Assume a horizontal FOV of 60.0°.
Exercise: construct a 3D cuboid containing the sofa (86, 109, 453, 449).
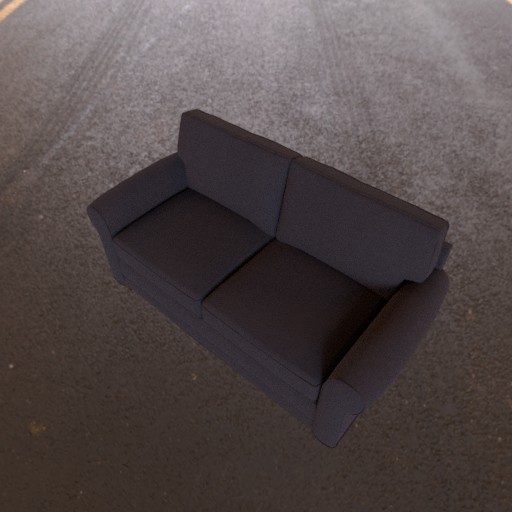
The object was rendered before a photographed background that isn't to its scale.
[{"bbox_3d":[0.000,0.000,2.575,2.009,1.031,0.951,31,53,27],"label":"sofa"}]
